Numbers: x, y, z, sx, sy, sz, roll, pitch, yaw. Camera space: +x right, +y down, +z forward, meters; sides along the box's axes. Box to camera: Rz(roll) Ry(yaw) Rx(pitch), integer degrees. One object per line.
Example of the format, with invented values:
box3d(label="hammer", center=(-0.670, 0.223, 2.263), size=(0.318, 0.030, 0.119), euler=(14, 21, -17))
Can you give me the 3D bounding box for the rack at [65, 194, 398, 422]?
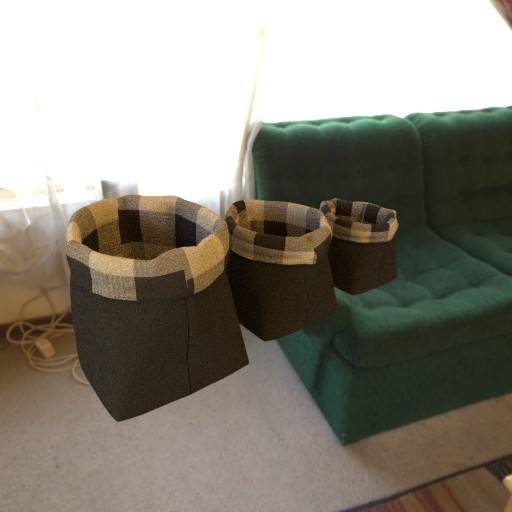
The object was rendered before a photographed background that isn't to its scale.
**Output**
box3d(label="rack", center=(0.000, 0.000, 1.099), size=(0.889, 0.329, 0.370), euler=(-18, 32, -31))
